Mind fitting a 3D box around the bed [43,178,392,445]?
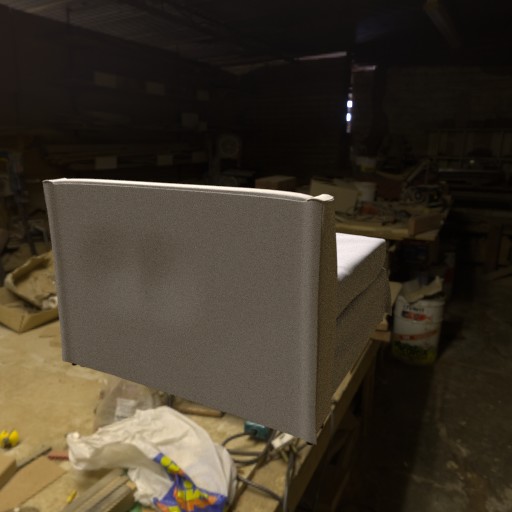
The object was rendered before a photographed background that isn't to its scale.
[{"bbox_3d":[0.000,0.000,3.515,1.925,1.332,2.276,8,17,27],"label":"bed"}]
